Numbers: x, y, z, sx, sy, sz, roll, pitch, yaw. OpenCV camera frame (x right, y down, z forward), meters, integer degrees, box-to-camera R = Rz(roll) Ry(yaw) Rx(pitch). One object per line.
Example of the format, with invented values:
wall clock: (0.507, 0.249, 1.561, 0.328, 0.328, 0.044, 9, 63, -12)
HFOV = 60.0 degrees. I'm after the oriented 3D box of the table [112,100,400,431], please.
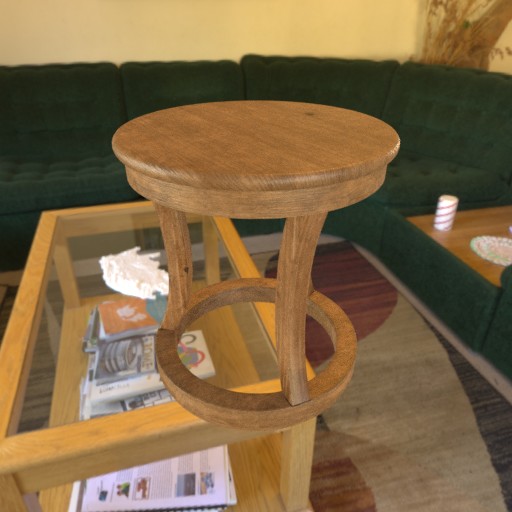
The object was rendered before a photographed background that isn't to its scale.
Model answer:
table: (0.000, 0.000, 0.802, 0.432, 0.460, 0.432, 0, 30, 0)
